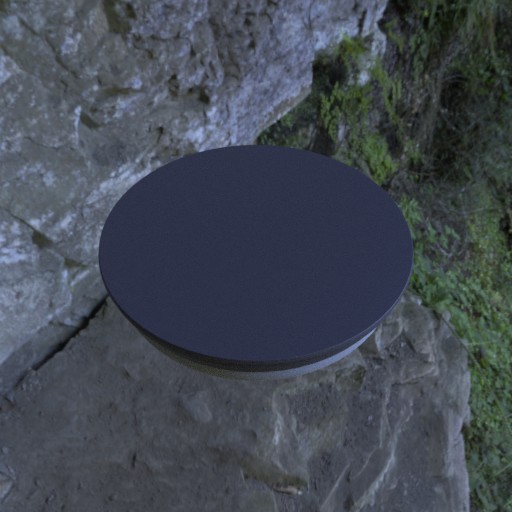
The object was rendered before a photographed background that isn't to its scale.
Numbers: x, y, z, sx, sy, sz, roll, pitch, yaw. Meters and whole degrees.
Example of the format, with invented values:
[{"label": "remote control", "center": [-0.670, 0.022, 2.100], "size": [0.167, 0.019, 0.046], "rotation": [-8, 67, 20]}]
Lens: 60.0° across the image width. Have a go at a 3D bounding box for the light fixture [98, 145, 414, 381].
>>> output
[{"label": "light fixture", "center": [0.000, 0.000, 0.566], "size": [0.368, 0.100, 0.368], "rotation": [0, 45, 0]}]
